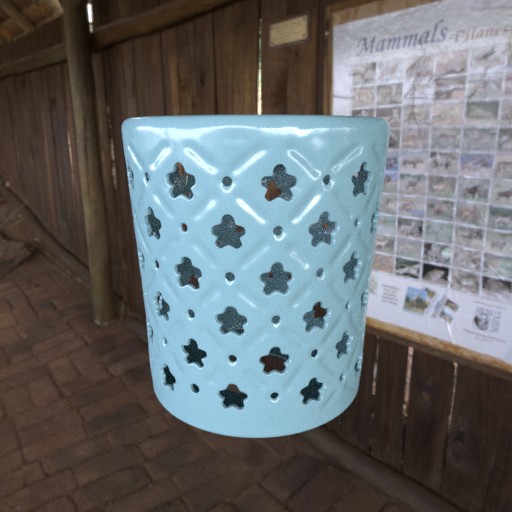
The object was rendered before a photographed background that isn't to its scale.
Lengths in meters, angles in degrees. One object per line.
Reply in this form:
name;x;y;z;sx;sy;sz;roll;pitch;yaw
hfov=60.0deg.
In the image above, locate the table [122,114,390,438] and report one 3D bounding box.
table;0.000;0.000;0.648;0.352;0.387;0.352;0;15;0
